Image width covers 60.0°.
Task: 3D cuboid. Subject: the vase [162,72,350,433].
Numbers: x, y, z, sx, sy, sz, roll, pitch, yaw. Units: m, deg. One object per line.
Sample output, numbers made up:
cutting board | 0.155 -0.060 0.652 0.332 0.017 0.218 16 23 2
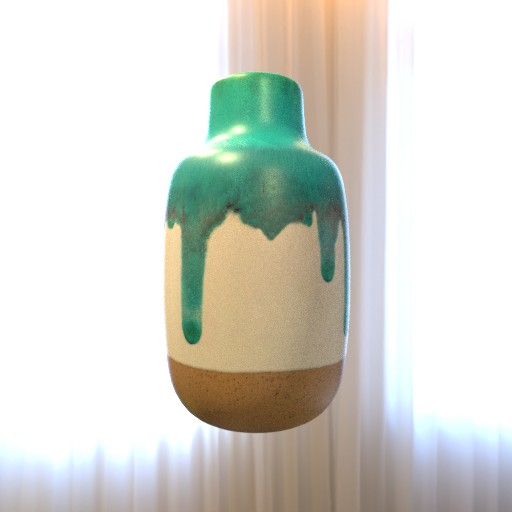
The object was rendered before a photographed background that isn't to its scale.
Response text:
vase | 0.000 0.000 0.255 0.106 0.192 0.106 0 0 0
